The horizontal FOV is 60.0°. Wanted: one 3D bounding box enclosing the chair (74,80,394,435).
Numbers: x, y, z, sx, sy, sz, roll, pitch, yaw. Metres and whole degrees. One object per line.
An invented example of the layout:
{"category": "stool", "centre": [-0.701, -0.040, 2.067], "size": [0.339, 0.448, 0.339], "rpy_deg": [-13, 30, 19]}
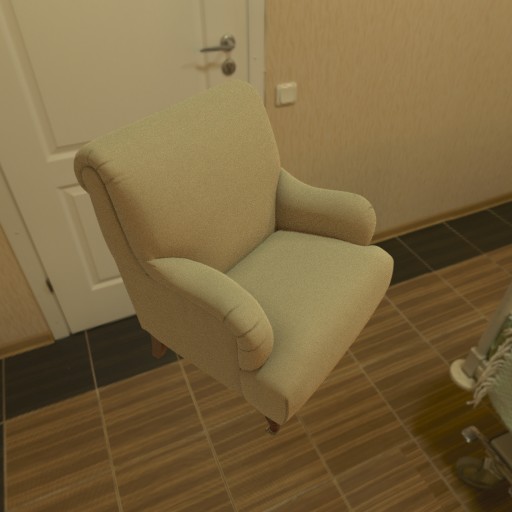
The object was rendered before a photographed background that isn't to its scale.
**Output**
{"category": "chair", "centre": [0.000, 0.000, 1.593], "size": [0.842, 0.942, 0.766], "rpy_deg": [26, 47, 27]}
